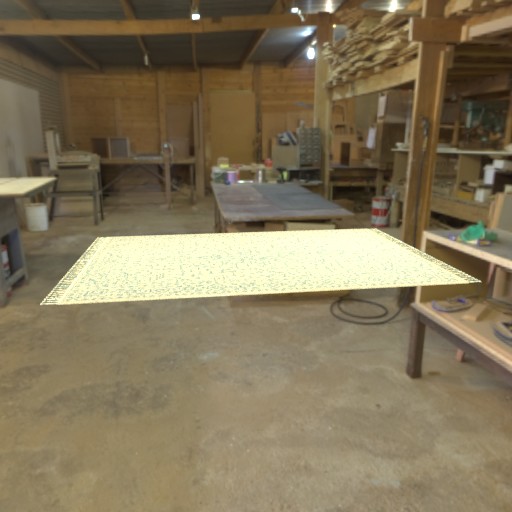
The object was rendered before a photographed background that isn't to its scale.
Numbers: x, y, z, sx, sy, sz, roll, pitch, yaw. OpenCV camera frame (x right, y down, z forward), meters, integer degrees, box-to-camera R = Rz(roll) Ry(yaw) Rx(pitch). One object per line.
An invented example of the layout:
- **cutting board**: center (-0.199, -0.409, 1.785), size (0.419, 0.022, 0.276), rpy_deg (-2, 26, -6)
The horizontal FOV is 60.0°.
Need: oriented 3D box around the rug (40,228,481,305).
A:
- **rug**: center (0.000, 0.000, 3.140), size (2.438, 0.010, 1.524), rpy_deg (-2, 16, -8)
